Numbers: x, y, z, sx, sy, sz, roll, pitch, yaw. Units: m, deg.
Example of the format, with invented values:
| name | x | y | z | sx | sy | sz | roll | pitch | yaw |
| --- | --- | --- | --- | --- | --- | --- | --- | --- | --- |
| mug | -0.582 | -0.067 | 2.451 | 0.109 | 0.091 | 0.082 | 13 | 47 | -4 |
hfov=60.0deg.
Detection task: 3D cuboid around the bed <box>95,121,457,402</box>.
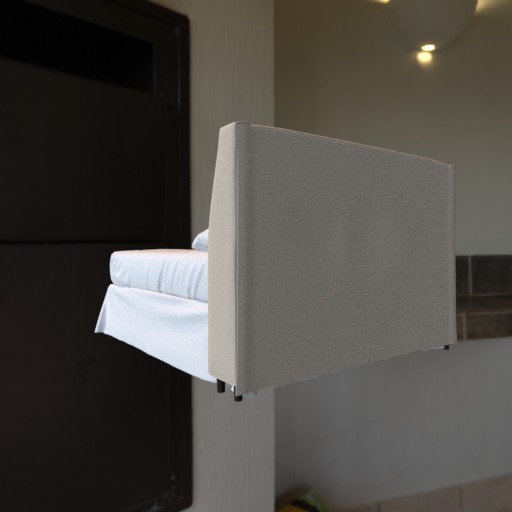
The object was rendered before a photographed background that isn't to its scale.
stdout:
| name | x | y | z | sx | sy | sz | roll | pitch | yaw |
| --- | --- | --- | --- | --- | --- | --- | --- | --- | --- |
| bed | 0.000 | 0.000 | 3.498 | 1.925 | 1.332 | 2.276 | -1 | 1 | -36 |
